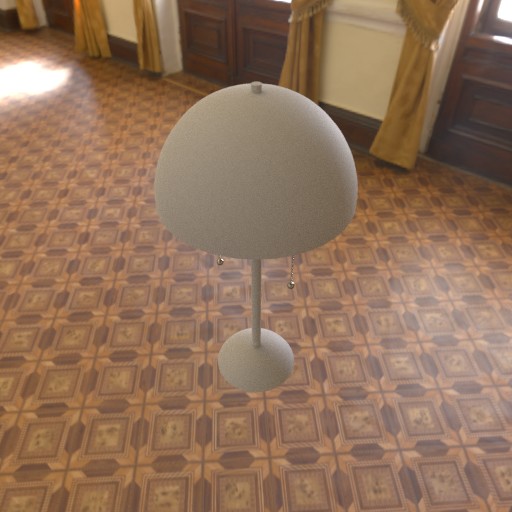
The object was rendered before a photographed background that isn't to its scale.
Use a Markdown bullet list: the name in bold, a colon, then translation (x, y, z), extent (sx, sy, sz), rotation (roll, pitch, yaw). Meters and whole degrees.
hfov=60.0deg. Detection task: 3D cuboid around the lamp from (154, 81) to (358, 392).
- **lamp**: translation (0.000, 0.000, 0.428), extent (0.171, 0.330, 0.171), rotation (0, 41, 0)
